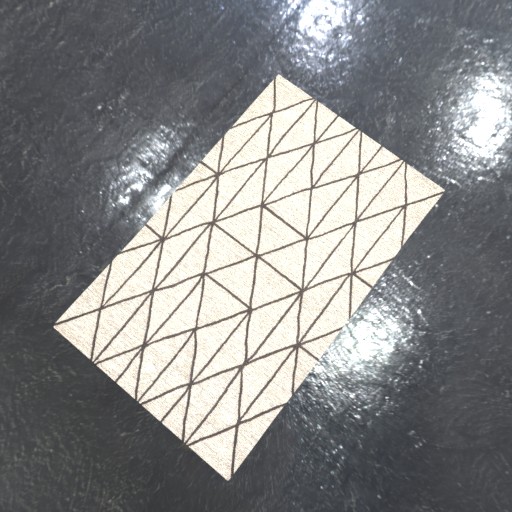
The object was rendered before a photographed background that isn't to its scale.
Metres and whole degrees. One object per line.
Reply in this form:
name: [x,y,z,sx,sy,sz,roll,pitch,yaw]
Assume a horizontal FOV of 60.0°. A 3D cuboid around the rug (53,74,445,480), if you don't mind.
rug: [0.000,0.000,3.086,1.526,0.008,2.465,38,80,8]
